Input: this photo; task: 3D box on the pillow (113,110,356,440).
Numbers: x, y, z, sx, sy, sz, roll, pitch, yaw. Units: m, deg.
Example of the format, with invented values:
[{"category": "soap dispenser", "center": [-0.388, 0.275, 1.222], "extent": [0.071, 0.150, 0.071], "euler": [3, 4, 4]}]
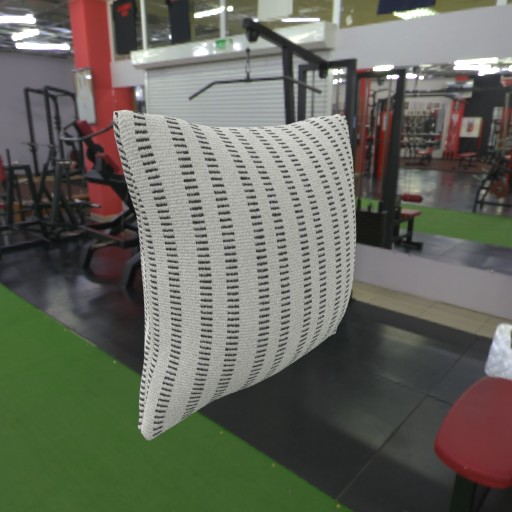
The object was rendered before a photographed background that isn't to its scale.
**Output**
[{"category": "pillow", "center": [0.000, 0.000, 0.677], "extent": [0.247, 0.419, 0.438], "euler": [16, 23, 42]}]
